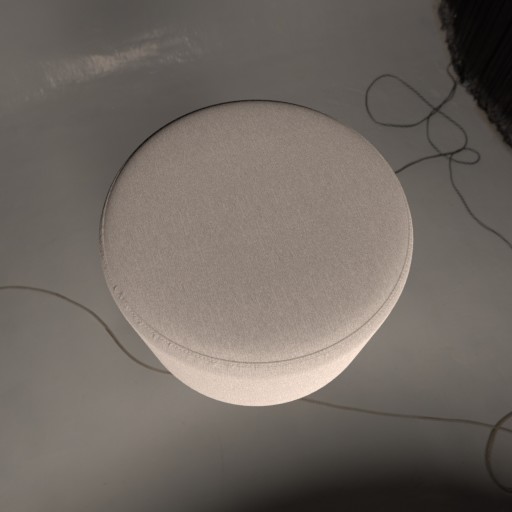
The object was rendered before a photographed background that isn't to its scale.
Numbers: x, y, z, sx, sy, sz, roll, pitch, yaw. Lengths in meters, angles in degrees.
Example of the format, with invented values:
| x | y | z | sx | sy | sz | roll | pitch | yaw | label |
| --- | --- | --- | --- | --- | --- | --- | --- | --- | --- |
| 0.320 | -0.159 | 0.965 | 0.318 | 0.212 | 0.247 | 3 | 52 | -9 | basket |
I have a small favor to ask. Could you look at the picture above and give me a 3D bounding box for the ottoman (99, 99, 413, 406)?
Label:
| x | y | z | sx | sy | sz | roll | pitch | yaw | label |
| --- | --- | --- | --- | --- | --- | --- | --- | --- | --- |
| 0.000 | 0.000 | 1.004 | 0.608 | 0.433 | 0.608 | 0 | 63 | 0 | ottoman |
